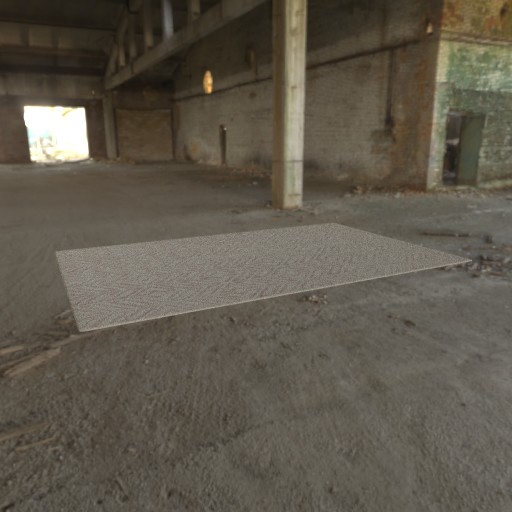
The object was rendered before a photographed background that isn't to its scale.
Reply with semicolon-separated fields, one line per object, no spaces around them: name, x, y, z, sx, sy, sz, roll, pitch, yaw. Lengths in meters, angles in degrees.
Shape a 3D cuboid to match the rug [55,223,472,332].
rug;0.000;0.000;3.036;2.438;0.008;1.523;-8;17;-26
